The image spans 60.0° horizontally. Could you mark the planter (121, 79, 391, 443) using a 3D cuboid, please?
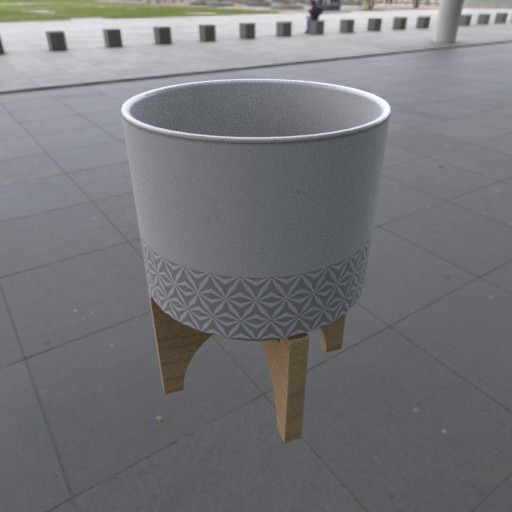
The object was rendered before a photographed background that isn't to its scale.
[{"bbox_3d":[0.000,0.000,0.509,0.249,0.343,0.249,0,31,0],"label":"planter"}]
